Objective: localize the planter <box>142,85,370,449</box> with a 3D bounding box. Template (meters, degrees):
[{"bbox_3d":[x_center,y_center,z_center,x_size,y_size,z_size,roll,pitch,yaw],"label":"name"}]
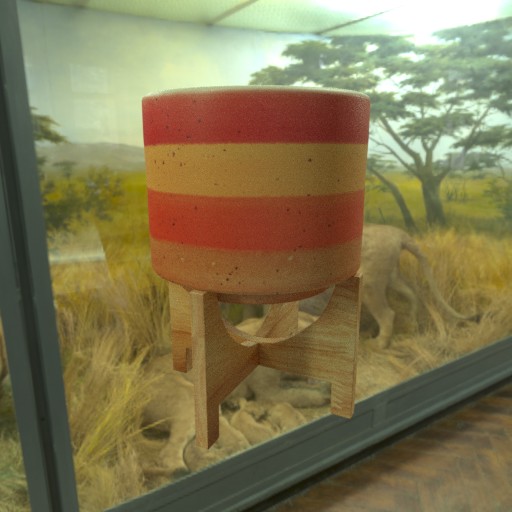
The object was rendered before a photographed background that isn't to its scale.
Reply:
[{"bbox_3d":[0.000,0.000,0.561,0.269,0.379,0.269,0,15,0],"label":"planter"}]
